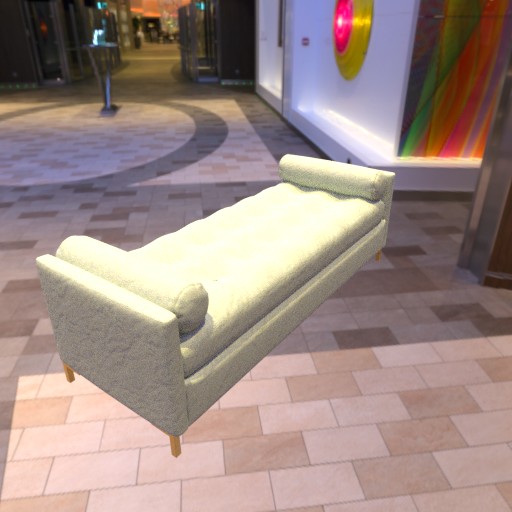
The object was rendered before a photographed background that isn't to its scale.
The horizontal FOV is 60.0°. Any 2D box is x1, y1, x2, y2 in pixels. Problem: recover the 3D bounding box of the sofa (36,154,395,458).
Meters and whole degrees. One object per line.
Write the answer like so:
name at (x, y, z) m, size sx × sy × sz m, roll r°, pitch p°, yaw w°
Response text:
sofa at (0.000, 0.000, 2.508) m, size 0.796 × 0.705 × 2.102 m, roll 18°, pitch 32°, yaw 32°
